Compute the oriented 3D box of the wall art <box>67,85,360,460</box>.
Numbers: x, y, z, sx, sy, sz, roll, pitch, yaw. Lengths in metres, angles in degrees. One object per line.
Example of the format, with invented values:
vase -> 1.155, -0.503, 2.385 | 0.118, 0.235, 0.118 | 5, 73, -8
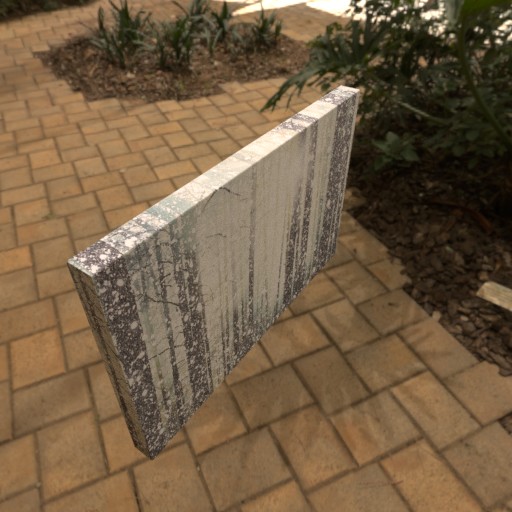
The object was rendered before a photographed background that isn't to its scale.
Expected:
wall art -> 0.000, 0.000, 0.766 | 0.042, 0.398, 0.618 | 25, 46, 26
